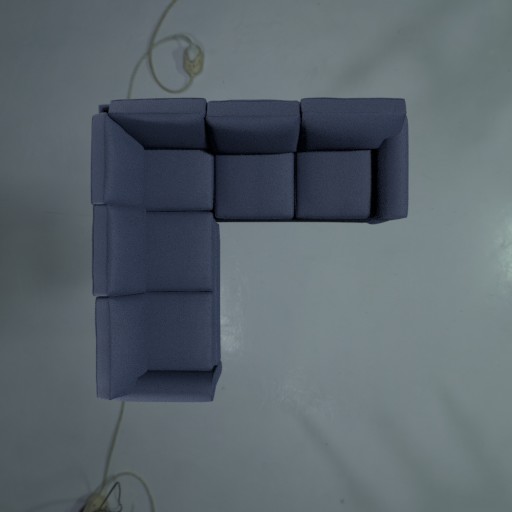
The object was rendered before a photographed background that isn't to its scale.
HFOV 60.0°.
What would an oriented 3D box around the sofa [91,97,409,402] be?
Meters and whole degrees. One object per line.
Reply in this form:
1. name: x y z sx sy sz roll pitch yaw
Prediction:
1. sofa: 0.000 0.000 3.854 2.562 1.042 2.487 0 90 2
